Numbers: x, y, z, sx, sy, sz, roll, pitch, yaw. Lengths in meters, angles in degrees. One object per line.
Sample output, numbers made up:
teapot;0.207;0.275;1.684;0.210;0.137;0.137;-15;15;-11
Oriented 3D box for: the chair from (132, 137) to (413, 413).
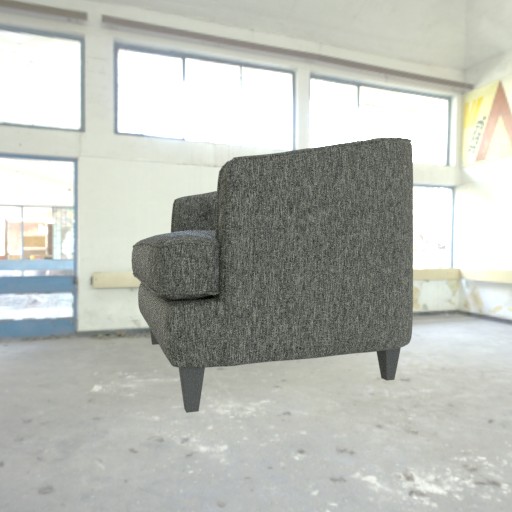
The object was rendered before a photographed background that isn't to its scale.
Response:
chair;0.000;0.000;1.803;0.941;0.852;1.104;0;1;-19
